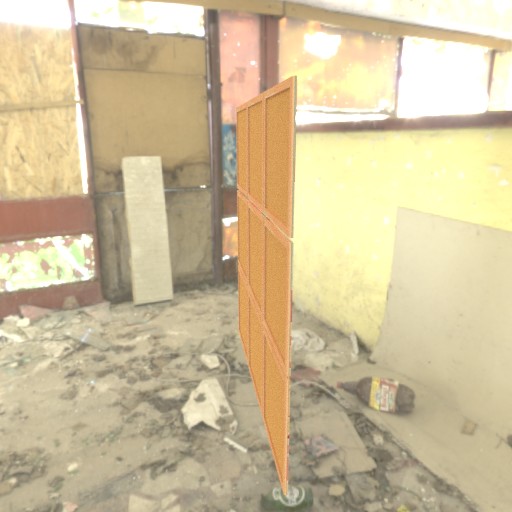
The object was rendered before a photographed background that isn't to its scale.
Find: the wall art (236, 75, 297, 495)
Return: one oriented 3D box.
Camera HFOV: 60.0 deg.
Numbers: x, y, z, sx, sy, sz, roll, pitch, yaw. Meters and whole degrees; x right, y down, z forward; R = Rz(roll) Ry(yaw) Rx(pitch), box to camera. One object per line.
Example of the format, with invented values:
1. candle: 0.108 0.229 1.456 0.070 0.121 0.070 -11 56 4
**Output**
1. wall art: 0.000 0.000 1.802 0.013 1.220 1.216 -2 15 -9
